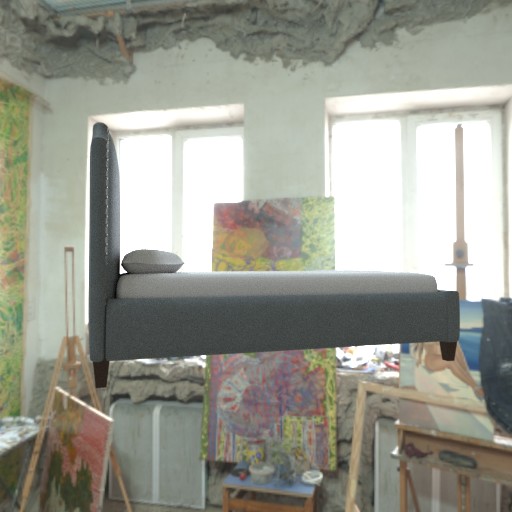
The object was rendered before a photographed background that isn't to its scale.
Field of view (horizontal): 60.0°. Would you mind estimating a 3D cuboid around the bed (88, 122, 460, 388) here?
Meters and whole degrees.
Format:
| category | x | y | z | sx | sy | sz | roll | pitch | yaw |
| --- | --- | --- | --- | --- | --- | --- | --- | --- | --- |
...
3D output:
| category | x | y | z | sx | sy | sz | roll | pitch | yaw |
| --- | --- | --- | --- | --- | --- | --- | --- | --- | --- |
| bed | 0.000 | 0.000 | 3.447 | 2.372 | 1.443 | 1.712 | 0 | -2 | -17 |
